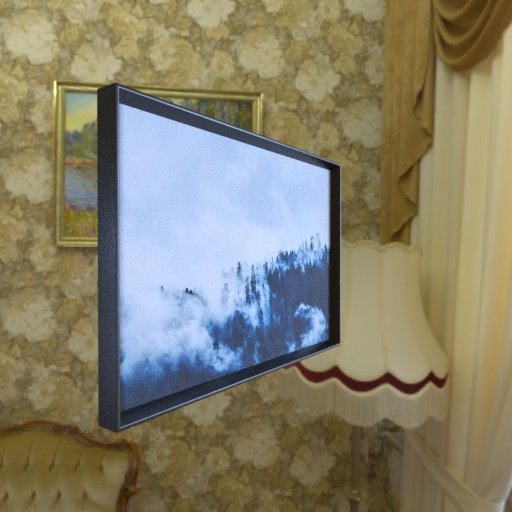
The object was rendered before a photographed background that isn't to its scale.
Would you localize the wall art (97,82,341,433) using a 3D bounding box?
[{"bbox_3d":[0.000,0.000,1.203,0.058,0.640,0.939,0,1,36],"label":"wall art"}]
